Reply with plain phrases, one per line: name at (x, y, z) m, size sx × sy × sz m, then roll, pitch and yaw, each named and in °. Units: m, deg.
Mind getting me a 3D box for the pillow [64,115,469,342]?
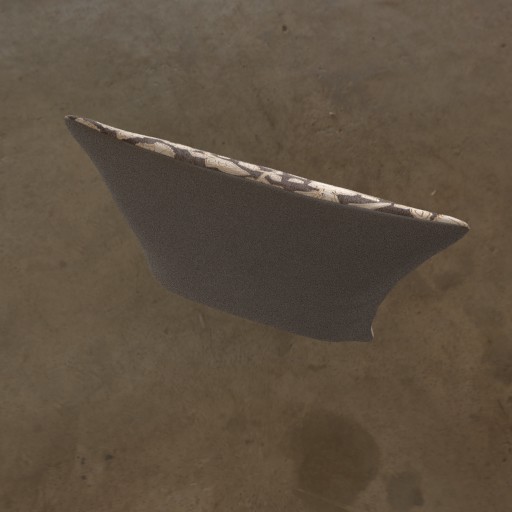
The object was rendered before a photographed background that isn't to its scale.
pillow at (0.000, 0.000, 0.769) m, size 0.526 × 0.507 × 0.166 m, roll 17°, pitch 65°, yaw 8°
